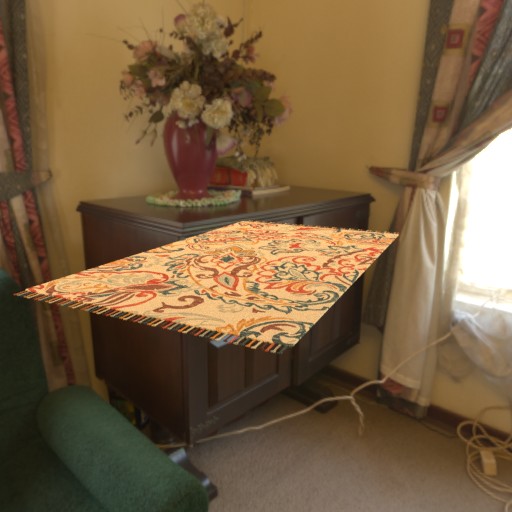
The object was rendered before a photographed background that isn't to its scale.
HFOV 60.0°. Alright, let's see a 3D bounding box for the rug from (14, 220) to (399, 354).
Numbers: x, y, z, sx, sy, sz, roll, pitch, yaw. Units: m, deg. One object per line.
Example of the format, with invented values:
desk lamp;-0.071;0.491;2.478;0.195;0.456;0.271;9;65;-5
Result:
rug;0.000;0.000;3.074;1.523;0.010;2.584;7;16;26
